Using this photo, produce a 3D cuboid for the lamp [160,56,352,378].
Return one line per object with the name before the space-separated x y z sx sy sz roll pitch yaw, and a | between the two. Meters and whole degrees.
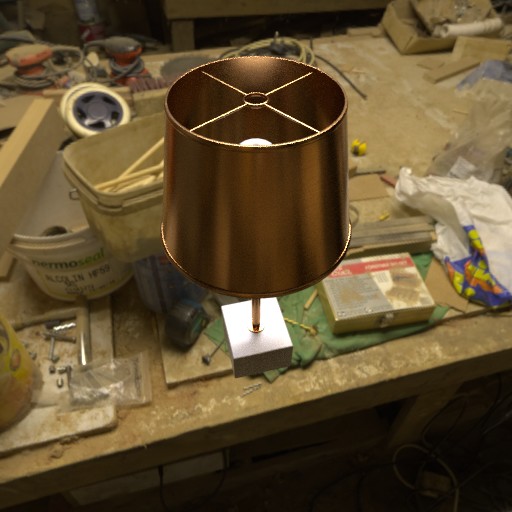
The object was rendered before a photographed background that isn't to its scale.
lamp | 0.000 0.000 0.528 0.208 0.406 0.208 0 47 0
